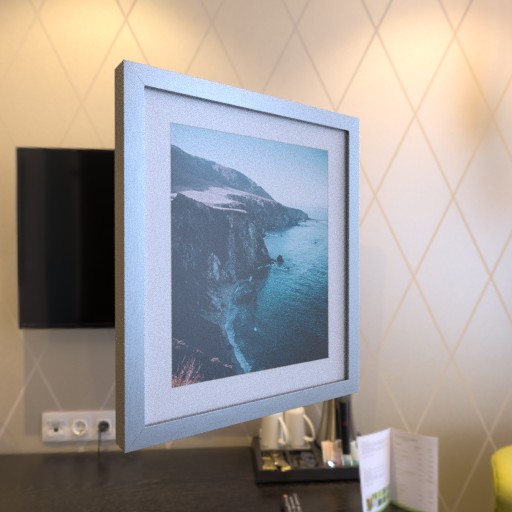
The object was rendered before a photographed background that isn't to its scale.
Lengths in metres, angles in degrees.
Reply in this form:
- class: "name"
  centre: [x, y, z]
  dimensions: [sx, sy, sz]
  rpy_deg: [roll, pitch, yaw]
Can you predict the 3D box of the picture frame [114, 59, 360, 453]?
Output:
- class: "picture frame"
  centre: [0.000, 0.000, 1.357]
  dimensions: [0.839, 0.968, 0.073]
  rpy_deg: [0, 1, -35]
